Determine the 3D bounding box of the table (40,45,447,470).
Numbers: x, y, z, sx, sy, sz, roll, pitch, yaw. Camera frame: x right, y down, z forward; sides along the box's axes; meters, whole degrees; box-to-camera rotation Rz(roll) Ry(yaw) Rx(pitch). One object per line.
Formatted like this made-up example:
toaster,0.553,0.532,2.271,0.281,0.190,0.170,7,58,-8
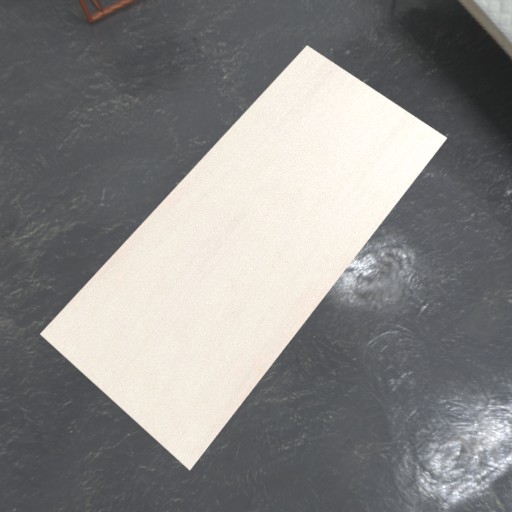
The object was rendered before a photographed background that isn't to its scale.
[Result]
table,0.000,0.000,1.317,0.457,0.483,1.016,38,78,10
